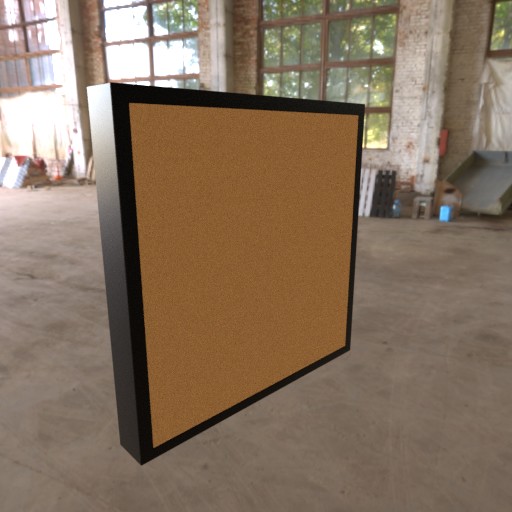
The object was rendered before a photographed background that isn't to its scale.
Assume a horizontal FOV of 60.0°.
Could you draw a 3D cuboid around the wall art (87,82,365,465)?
[{"bbox_3d":[0.000,0.000,0.442,0.299,0.299,0.037,-14,21,-42],"label":"wall art"}]
